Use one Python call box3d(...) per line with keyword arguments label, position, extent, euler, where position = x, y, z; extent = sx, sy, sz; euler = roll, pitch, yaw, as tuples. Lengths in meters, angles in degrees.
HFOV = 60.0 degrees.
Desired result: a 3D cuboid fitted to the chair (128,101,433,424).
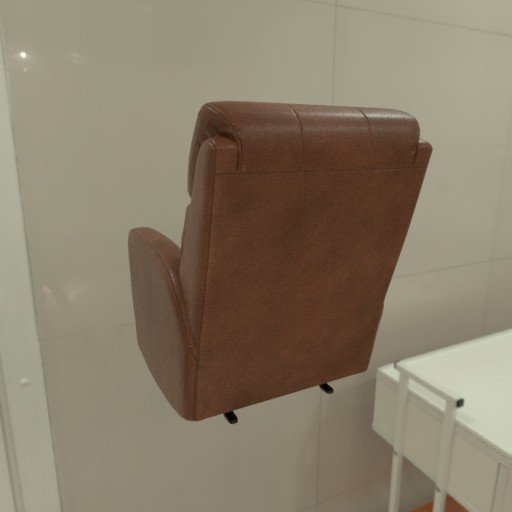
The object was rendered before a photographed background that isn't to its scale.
box3d(label="chair", position=(0.000, 0.000, 1.655), extent=(0.787, 1.016, 0.939), euler=(-7, 16, -27))
